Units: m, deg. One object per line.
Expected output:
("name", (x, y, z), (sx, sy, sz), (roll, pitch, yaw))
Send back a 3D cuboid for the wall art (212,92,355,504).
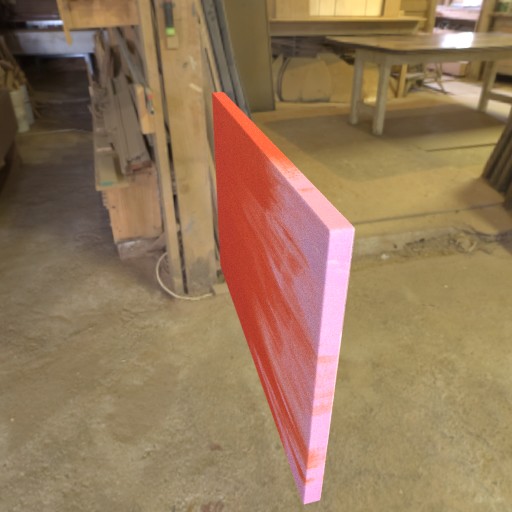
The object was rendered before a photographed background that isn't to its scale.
("wall art", (0.000, 0.000, 1.098), (0.040, 0.609, 0.913), (-7, 32, -12))
